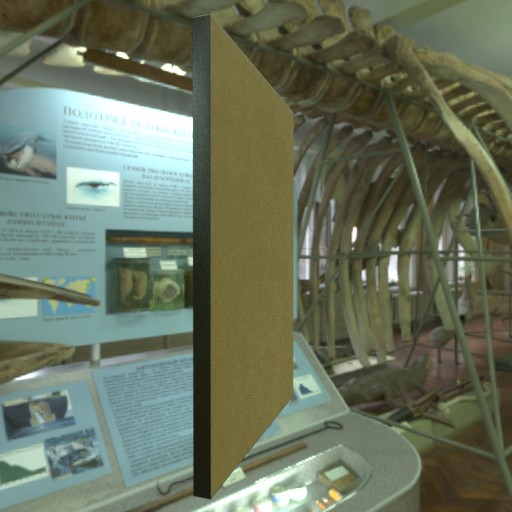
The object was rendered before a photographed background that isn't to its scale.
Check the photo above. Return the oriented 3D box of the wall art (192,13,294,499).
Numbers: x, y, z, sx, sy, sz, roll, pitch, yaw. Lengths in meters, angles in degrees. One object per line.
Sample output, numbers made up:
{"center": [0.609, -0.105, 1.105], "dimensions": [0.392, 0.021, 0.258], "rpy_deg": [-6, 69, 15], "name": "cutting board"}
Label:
{"center": [0.000, 0.000, 0.566], "dimensions": [0.019, 0.455, 0.314], "rpy_deg": [0, 1, 19], "name": "wall art"}
